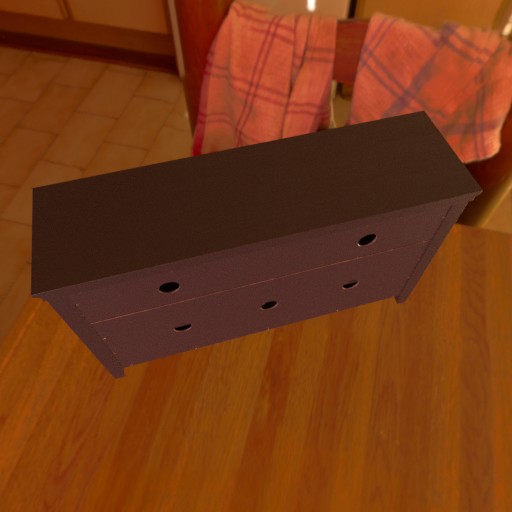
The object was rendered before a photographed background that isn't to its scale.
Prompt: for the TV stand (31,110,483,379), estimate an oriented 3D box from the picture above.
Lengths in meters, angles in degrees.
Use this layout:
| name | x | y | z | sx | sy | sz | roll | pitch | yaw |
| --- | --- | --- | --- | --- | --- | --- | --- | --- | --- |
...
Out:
| name | x | y | z | sx | sy | sz | roll | pitch | yaw |
| --- | --- | --- | --- | --- | --- | --- | --- | --- | --- |
| TV stand | 0.000 | 0.000 | 1.504 | 1.198 | 0.681 | 0.347 | -13 | 58 | -8 |
